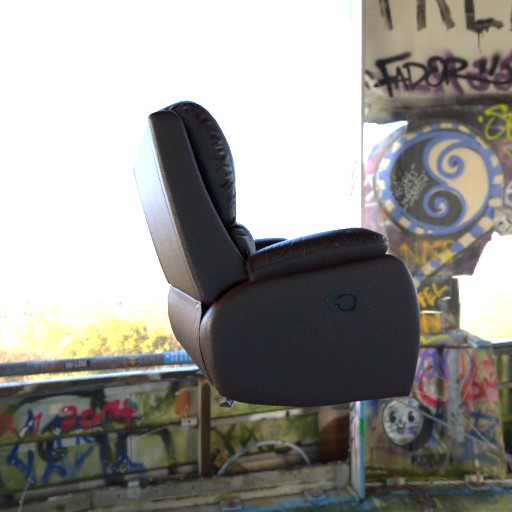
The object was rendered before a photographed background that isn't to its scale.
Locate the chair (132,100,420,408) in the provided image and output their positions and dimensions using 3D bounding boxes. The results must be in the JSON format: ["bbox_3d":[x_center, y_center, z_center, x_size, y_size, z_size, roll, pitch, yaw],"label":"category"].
[{"bbox_3d":[0.000,0.000,1.752,0.899,1.011,0.930,0,1,-18],"label":"chair"}]
